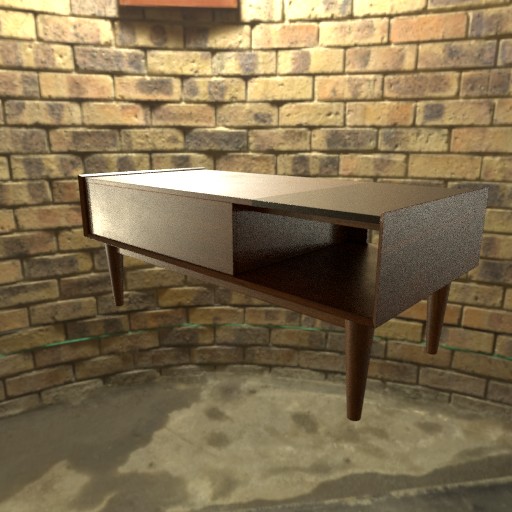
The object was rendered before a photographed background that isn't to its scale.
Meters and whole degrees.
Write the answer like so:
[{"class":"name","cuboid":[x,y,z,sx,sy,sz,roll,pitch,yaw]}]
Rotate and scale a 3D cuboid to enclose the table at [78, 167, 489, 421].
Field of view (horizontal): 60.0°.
[{"class":"table","cuboid":[0.000,0.000,1.498,1.221,0.508,0.610,14,20,41]}]
